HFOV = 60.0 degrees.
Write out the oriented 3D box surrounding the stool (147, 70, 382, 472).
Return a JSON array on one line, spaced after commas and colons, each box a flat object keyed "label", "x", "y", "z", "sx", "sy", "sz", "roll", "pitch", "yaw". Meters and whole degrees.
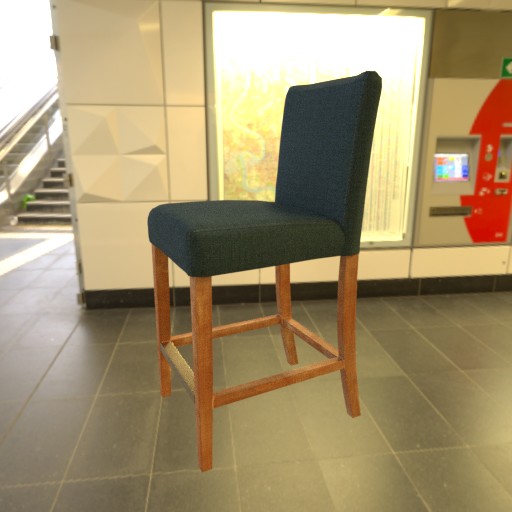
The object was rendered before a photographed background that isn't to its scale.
[{"label": "stool", "x": 0.000, "y": 0.000, "z": 1.353, "sx": 0.567, "sy": 1.039, "sz": 0.454, "roll": -7, "pitch": 17, "yaw": -26}]
